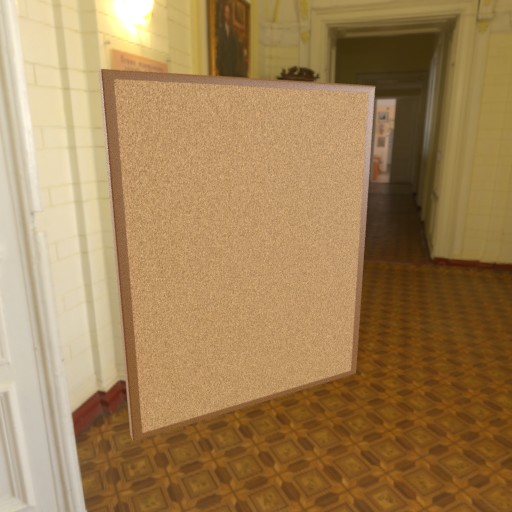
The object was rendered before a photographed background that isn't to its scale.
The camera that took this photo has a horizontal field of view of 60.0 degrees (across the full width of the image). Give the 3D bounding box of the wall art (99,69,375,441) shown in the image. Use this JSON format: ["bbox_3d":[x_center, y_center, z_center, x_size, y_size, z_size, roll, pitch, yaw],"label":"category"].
[{"bbox_3d":[0.000,0.000,0.508,0.310,0.379,0.015,-8,17,-26],"label":"wall art"}]
